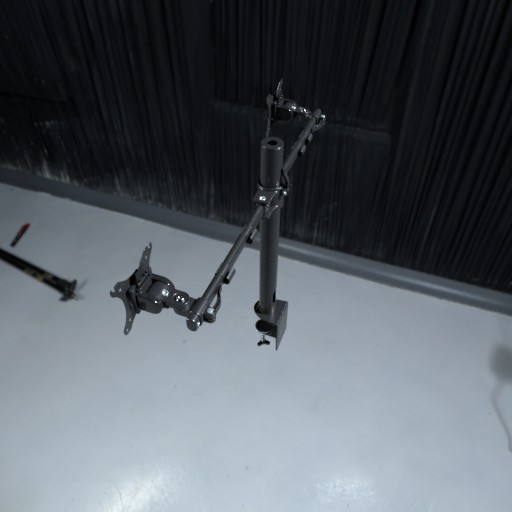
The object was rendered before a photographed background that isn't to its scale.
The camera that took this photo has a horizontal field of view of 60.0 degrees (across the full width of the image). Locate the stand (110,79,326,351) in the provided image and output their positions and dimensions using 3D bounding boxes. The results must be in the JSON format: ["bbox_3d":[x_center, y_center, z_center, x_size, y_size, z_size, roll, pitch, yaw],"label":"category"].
[{"bbox_3d":[0.000,0.000,1.020,0.150,0.603,0.743,15,47,15],"label":"stand"}]
